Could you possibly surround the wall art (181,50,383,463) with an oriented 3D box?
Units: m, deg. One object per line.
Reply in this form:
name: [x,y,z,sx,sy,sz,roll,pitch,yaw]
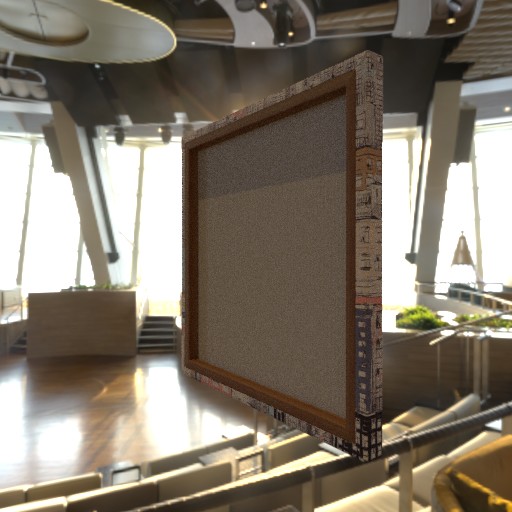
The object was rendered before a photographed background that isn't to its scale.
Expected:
wall art: [0.000,0.000,0.905,0.038,0.608,0.607,0,1,-36]
